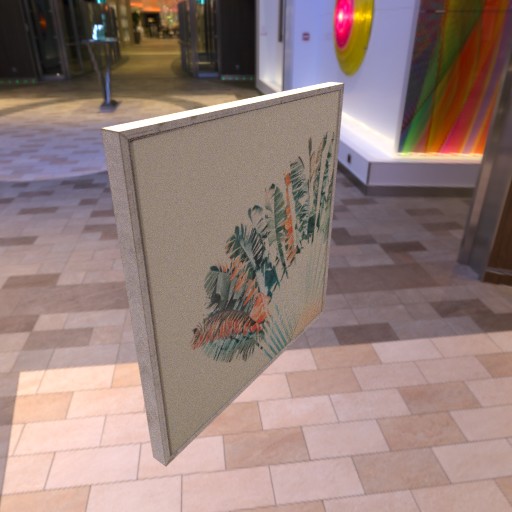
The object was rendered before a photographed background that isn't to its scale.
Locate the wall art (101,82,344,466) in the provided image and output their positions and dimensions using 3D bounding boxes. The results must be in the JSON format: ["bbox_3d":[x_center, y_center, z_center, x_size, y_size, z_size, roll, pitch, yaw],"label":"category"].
[{"bbox_3d":[0.000,0.000,0.752,0.029,0.506,0.508,19,33,31],"label":"wall art"}]
